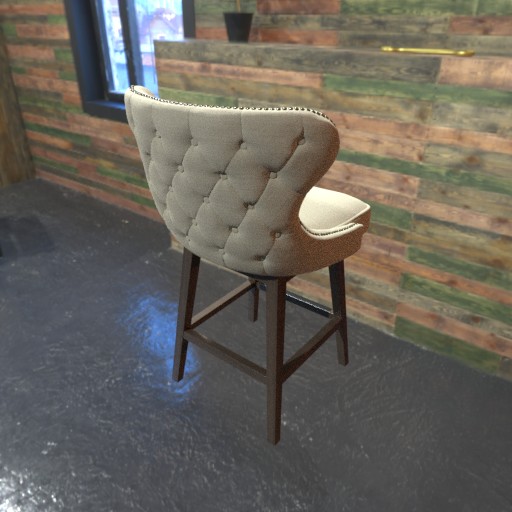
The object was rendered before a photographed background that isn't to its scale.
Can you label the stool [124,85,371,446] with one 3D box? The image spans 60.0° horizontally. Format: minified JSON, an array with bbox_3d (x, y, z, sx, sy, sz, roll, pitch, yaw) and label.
[{"bbox_3d":[0.000,0.000,1.340,0.615,0.972,0.597,21,35,33],"label":"stool"}]
